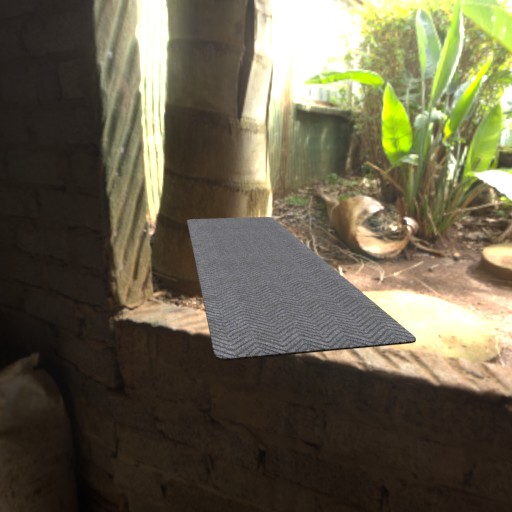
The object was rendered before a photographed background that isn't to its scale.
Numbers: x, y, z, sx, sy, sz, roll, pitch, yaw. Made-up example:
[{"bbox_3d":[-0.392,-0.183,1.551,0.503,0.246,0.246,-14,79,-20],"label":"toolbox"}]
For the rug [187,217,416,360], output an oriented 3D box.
[{"bbox_3d":[0.000,0.000,2.503,0.686,0.008,2.286,-3,16,-10],"label":"rug"}]
